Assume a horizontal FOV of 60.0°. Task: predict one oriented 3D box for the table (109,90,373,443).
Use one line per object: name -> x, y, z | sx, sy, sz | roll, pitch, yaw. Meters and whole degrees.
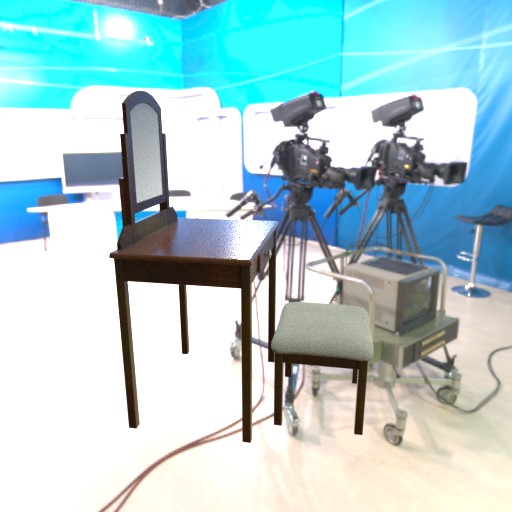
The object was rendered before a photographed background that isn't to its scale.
table -> 0.000, 0.000, 2.302 | 1.211, 1.631, 0.876 | 3, 16, 10
